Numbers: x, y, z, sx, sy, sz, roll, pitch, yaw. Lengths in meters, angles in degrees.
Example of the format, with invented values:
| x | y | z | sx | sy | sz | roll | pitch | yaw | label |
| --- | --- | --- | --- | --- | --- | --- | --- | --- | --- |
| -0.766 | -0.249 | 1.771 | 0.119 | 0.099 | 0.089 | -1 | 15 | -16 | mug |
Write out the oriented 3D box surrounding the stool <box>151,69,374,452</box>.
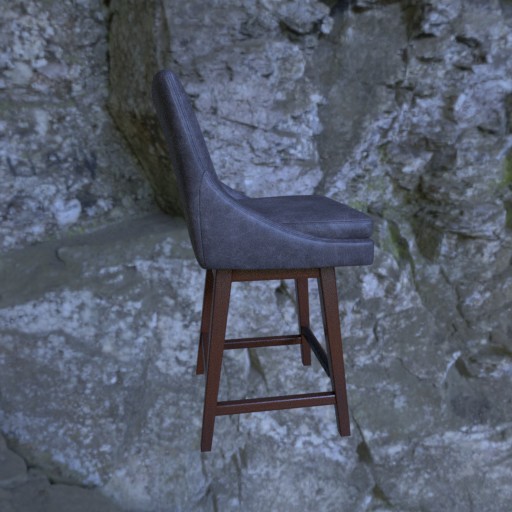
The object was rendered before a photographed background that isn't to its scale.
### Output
| x | y | z | sx | sy | sz | roll | pitch | yaw | label |
| --- | --- | --- | --- | --- | --- | --- | --- | --- | --- |
| 0.000 | 0.000 | 1.408 | 0.587 | 1.046 | 0.492 | -2 | 16 | -9 | stool |
